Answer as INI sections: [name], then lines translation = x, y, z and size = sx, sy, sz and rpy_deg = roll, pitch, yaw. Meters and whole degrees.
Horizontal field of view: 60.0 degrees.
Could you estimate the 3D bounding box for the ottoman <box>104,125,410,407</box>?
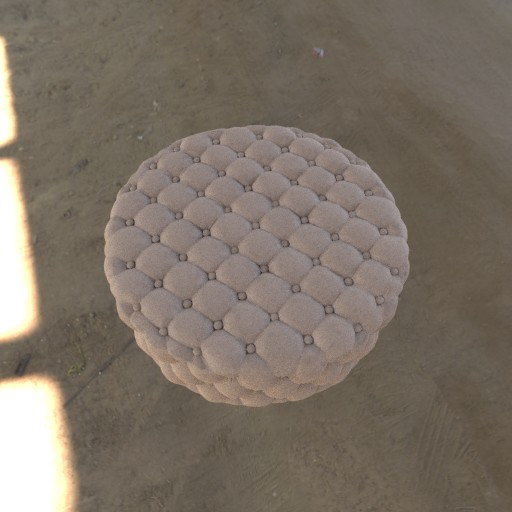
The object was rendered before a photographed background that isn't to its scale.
[ottoman]
translation = 0.000, 0.000, 1.572
size = 0.998, 0.399, 0.998
rpy_deg = 0, 58, 0
